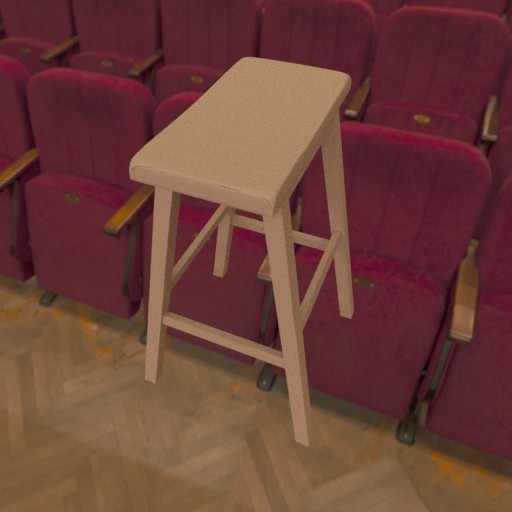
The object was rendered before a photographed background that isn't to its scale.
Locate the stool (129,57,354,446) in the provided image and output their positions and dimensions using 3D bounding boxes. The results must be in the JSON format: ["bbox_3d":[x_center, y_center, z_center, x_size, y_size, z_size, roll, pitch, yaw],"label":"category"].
[{"bbox_3d":[0.000,0.000,1.049,0.476,0.737,0.457,17,48,16],"label":"stool"}]
